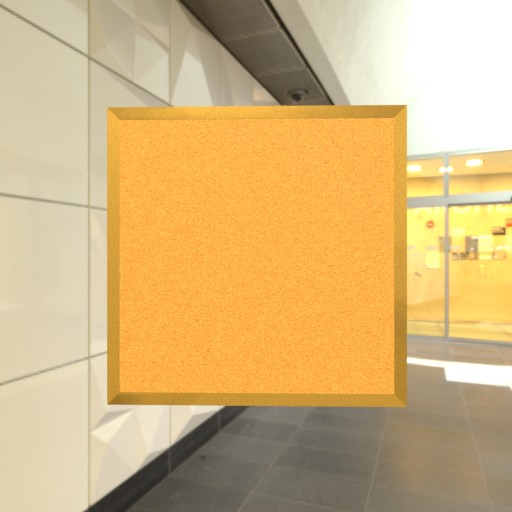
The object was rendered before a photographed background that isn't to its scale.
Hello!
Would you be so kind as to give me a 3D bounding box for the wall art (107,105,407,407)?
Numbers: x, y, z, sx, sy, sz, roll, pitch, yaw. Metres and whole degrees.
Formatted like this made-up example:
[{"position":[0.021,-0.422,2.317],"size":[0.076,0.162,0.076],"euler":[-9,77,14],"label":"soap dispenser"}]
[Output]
[{"position":[0.000,0.000,1.146],"size":[0.762,0.762,0.038],"euler":[0,0,1],"label":"wall art"}]
